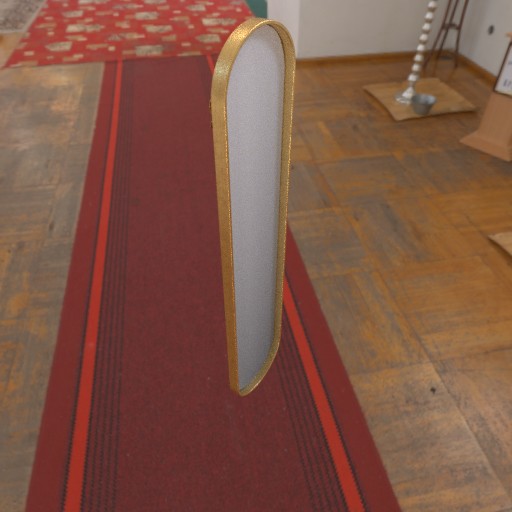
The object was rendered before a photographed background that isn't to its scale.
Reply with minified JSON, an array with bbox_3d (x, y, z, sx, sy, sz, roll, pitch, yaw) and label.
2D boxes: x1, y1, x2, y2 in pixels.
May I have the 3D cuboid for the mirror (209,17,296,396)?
[{"bbox_3d":[0.000,0.000,1.029,0.032,0.991,0.222,24,46,25],"label":"mirror"}]
